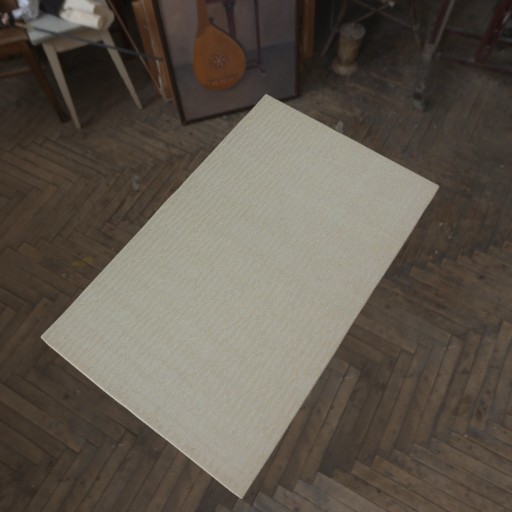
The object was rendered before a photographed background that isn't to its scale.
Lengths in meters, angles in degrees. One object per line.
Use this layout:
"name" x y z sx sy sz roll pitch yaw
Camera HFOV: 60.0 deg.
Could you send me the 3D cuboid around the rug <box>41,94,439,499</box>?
"rug" 0.000 0.000 2.953 1.531 0.014 2.441 33 69 14
